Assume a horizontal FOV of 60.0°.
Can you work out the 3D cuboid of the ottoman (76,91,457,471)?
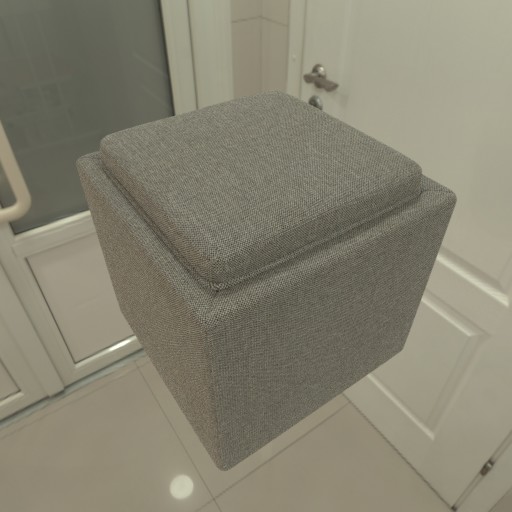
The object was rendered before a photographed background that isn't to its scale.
[{"bbox_3d":[0.000,0.000,0.823,0.450,0.460,0.450,-25,47,-25],"label":"ottoman"}]
